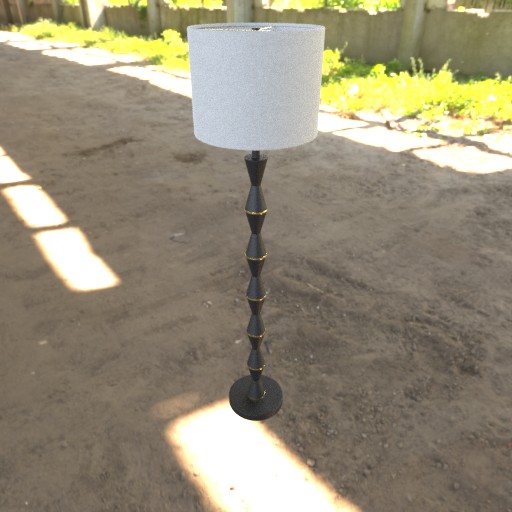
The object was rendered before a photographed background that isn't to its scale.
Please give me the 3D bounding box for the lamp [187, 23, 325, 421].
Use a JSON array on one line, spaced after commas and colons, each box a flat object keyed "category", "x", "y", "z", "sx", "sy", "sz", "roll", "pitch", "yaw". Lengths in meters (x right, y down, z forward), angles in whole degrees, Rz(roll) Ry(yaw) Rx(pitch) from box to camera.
[{"category": "lamp", "x": 0.000, "y": 0.000, "z": 1.606, "sx": 0.381, "sy": 1.480, "sz": 0.381, "roll": 9, "pitch": 32, "yaw": 15}]
